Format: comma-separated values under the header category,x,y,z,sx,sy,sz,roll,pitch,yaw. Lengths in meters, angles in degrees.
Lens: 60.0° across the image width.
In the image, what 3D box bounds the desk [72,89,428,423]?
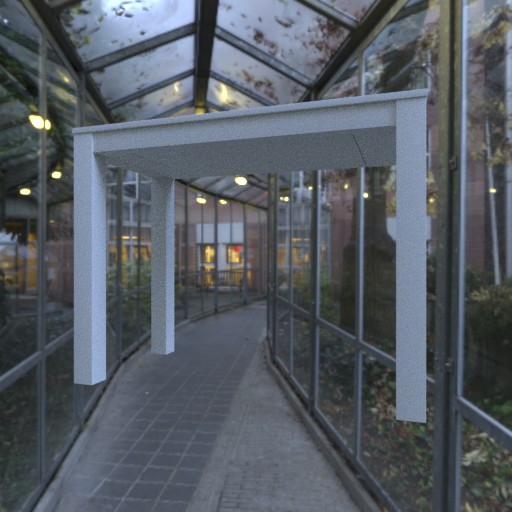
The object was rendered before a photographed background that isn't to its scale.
category,x,y,z,sx,sy,sz,roll,pitch,yaw
desk,0.000,0.000,1.401,0.990,0.762,0.497,0,0,19
